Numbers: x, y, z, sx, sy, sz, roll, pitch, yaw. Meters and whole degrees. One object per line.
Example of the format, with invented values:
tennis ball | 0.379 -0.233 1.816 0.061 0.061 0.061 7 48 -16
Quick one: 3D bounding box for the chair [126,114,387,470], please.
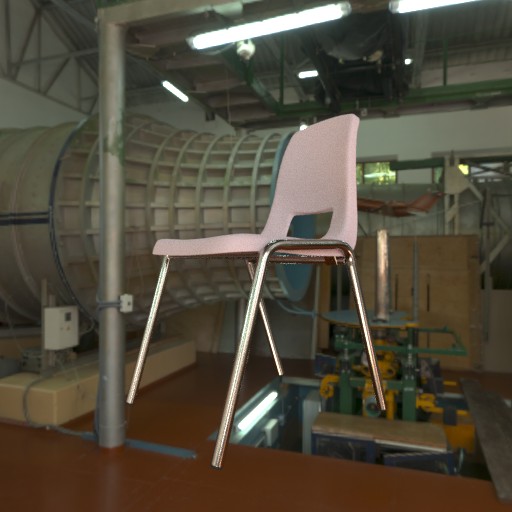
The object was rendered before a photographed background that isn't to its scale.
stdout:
chair | 0.000 0.000 0.946 0.436 0.653 0.381 0 0 -37
